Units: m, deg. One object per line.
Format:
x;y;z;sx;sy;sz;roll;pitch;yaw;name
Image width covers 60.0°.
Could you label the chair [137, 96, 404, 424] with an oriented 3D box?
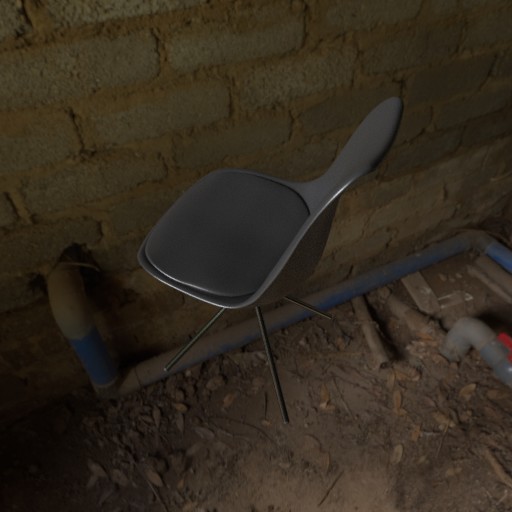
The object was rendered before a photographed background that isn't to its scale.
0.000;0.000;1.133;0.525;0.850;0.461;18;50;16;chair
